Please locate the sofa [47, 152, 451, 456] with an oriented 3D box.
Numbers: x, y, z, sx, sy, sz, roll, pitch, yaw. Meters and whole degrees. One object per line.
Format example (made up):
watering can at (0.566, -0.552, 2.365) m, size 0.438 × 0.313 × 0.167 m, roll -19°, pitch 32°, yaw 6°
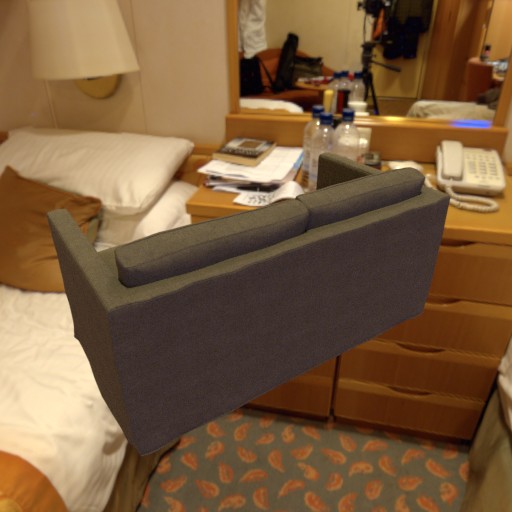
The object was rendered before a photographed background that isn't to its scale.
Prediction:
sofa at (0.000, 0.000, 2.315) m, size 1.802 × 0.854 × 0.974 m, roll -18°, pitch 34°, yaw -29°
